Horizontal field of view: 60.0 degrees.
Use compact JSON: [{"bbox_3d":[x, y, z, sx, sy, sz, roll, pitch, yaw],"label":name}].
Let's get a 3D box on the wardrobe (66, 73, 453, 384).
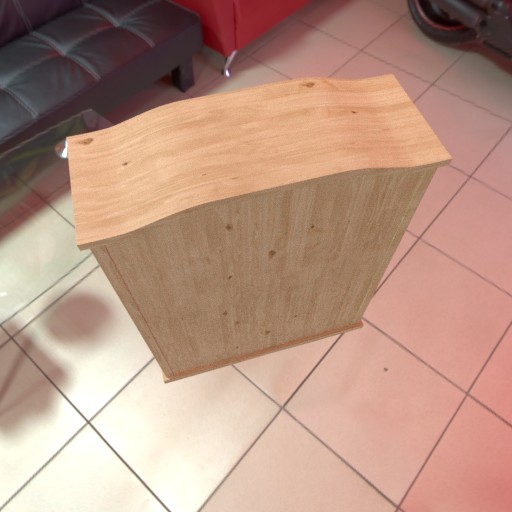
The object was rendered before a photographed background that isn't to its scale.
[{"bbox_3d":[0.000,0.000,2.569,1.500,1.870,0.570,-14,60,-8],"label":"wardrobe"}]
